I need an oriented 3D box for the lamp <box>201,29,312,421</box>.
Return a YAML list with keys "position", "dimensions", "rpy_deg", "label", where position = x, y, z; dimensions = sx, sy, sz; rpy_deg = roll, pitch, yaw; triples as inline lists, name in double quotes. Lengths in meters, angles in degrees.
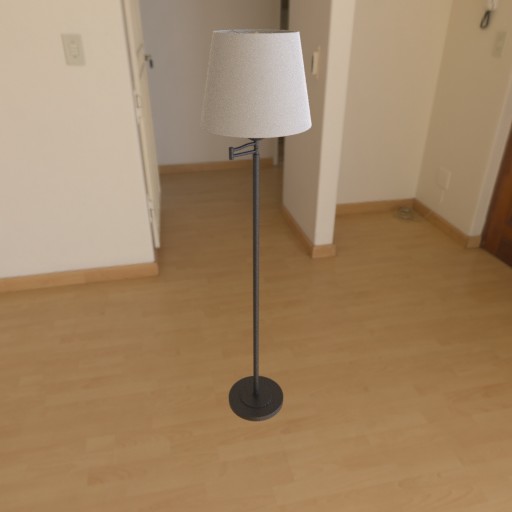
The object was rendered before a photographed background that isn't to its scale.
- position: [0.000, 0.000, 1.628]
  dimensions: [0.348, 1.473, 0.348]
  rpy_deg: [-21, 35, -32]
  label: "lamp"
